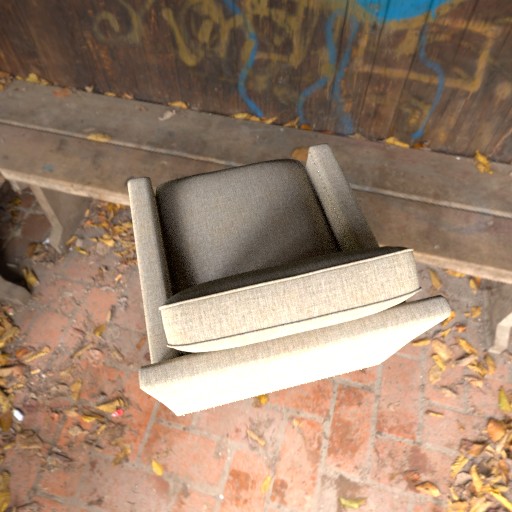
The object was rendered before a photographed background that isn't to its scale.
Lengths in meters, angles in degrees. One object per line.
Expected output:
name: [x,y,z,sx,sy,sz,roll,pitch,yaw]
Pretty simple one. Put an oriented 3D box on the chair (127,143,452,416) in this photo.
chair: [0.000,0.000,1.675,0.853,0.943,1.014,-12,59,-8]
